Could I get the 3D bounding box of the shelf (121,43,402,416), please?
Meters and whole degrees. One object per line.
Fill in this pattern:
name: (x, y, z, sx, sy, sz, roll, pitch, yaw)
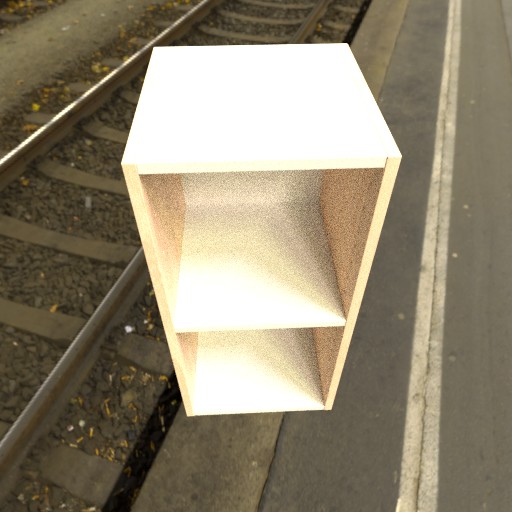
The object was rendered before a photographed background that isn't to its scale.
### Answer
shelf: (0.000, 0.000, 0.769, 0.290, 0.594, 0.297, -2, 46, -2)
